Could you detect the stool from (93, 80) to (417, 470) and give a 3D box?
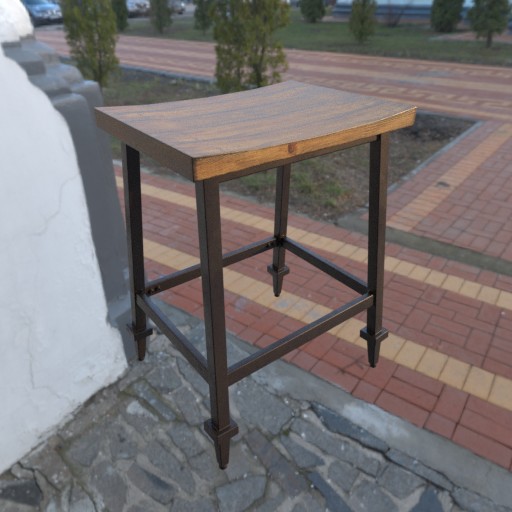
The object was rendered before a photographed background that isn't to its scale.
[{"bbox_3d":[0.000,0.000,0.957,0.486,0.625,0.405,-21,37,-31],"label":"stool"}]
